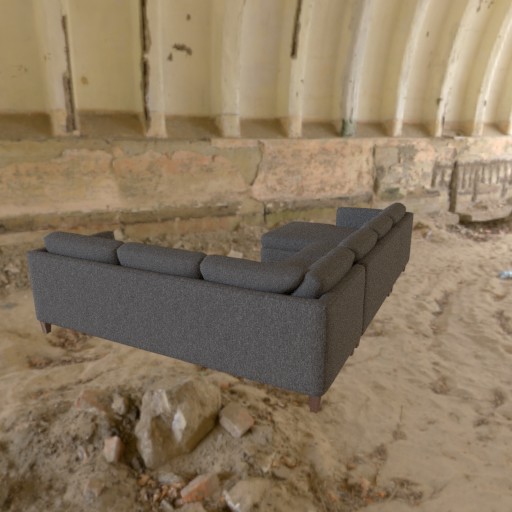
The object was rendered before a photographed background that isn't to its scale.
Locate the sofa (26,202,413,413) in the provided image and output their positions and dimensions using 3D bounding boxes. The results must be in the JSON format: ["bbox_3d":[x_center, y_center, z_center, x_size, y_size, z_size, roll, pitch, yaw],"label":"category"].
[{"bbox_3d":[0.000,0.000,4.425,2.551,0.853,3.238,8,18,26],"label":"sofa"}]
